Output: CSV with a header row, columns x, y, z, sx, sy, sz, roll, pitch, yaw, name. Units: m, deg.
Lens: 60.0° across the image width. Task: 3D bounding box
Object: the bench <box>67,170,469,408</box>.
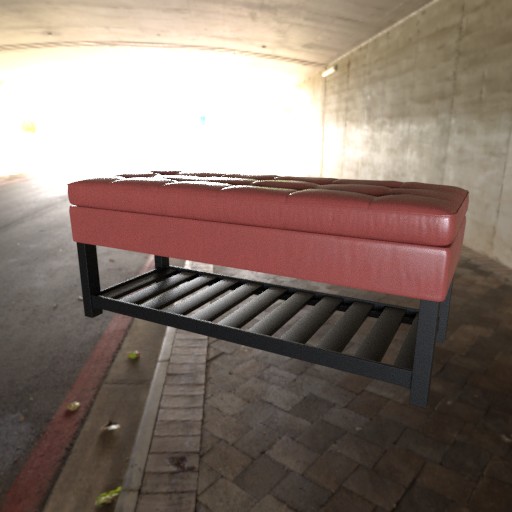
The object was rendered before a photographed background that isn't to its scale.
x,y,z,sx,sy,sz,roll,pitch,yaw,name
0.000,0.000,1.336,1.105,0.460,0.432,8,18,27,bench
